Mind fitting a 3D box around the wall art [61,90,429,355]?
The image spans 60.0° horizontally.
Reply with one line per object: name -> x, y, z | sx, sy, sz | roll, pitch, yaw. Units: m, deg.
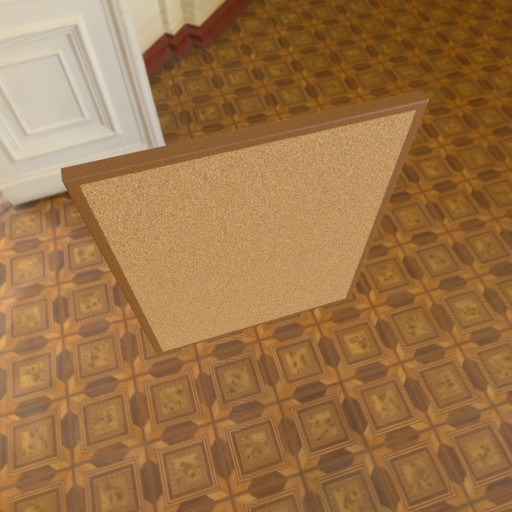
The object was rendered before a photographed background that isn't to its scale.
wall art -> 0.000, 0.000, 0.520 | 0.310, 0.379, 0.015 | -15, 59, -9
